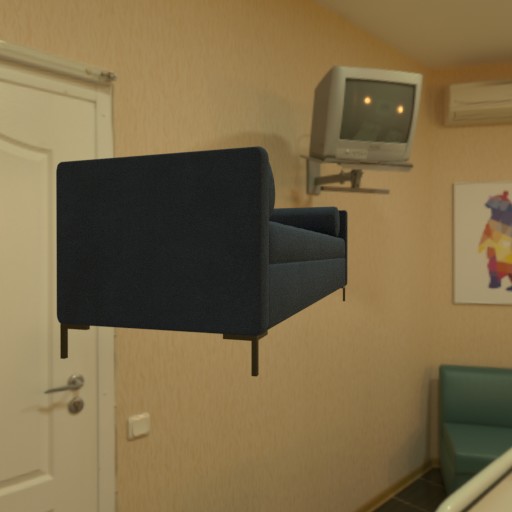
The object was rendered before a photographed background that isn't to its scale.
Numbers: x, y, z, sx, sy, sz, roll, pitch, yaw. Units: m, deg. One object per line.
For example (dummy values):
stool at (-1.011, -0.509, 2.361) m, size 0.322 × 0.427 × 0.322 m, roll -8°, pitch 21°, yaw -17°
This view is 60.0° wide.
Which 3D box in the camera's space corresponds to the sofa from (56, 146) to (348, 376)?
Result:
sofa at (0.000, 0.000, 2.226) m, size 0.686 × 0.635 × 1.981 m, roll 0°, pitch 0°, yaw 18°
